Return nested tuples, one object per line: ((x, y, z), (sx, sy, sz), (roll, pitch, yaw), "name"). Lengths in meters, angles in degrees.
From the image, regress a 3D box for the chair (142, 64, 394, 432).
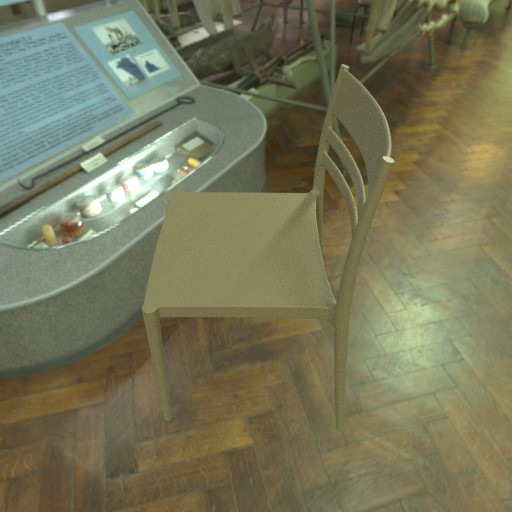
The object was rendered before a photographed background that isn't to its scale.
((0.000, 0.000, 1.136), (0.511, 0.800, 0.531), (0, 41, 0), "chair")
